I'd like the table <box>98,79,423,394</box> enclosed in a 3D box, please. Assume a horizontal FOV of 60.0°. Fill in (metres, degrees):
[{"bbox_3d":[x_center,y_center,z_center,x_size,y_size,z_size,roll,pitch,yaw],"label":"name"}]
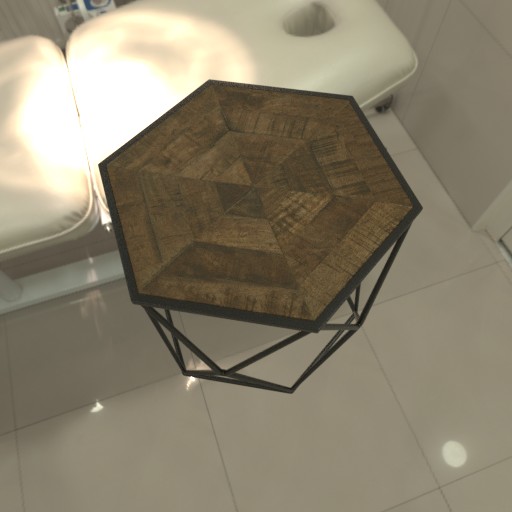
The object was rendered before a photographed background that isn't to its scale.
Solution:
[{"bbox_3d":[0.000,0.000,1.053,0.579,0.564,0.578,-18,64,-9],"label":"table"}]
